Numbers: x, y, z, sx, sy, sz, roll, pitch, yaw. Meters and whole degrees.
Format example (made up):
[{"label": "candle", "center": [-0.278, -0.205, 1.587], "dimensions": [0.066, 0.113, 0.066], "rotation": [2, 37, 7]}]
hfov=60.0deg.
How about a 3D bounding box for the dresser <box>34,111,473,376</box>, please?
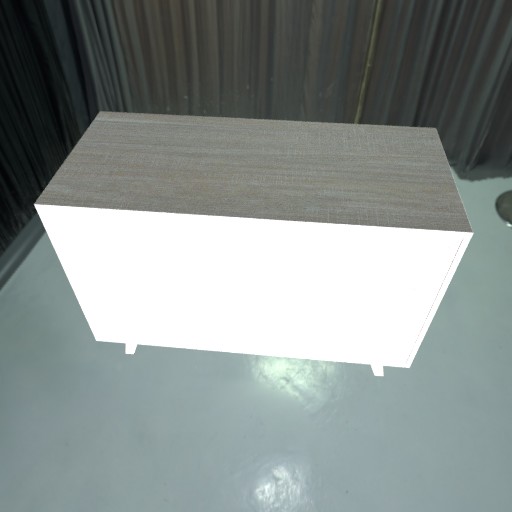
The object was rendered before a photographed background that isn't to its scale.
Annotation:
[{"label": "dresser", "center": [0.000, 0.000, 1.566], "dimensions": [1.110, 0.780, 0.500], "rotation": [4, 46, 4]}]
